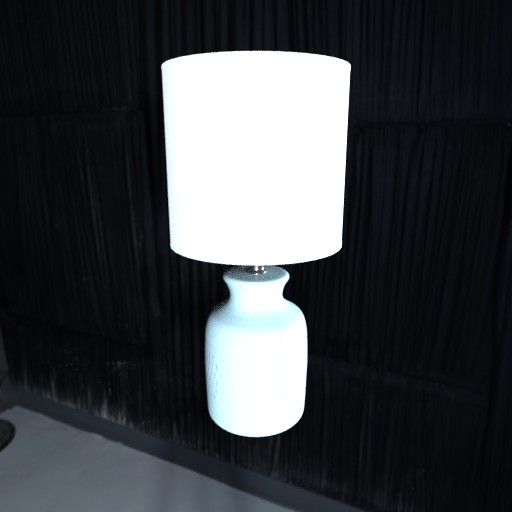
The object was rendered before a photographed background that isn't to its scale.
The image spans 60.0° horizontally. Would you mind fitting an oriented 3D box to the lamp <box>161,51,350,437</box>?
[{"bbox_3d":[0.000,0.000,1.108,0.418,0.871,0.418,7,16,24],"label":"lamp"}]
